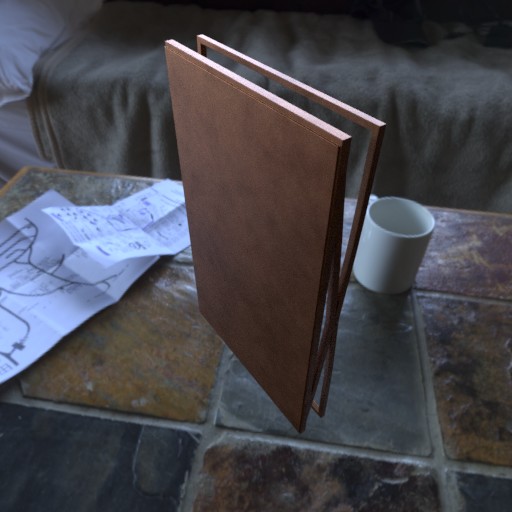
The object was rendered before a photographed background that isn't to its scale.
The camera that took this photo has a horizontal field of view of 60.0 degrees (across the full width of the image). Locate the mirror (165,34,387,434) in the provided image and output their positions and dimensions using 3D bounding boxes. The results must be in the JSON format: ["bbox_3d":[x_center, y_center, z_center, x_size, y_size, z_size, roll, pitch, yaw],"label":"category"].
[{"bbox_3d":[0.000,0.000,0.953,0.082,0.768,0.468,-26,49,-26],"label":"mirror"}]
